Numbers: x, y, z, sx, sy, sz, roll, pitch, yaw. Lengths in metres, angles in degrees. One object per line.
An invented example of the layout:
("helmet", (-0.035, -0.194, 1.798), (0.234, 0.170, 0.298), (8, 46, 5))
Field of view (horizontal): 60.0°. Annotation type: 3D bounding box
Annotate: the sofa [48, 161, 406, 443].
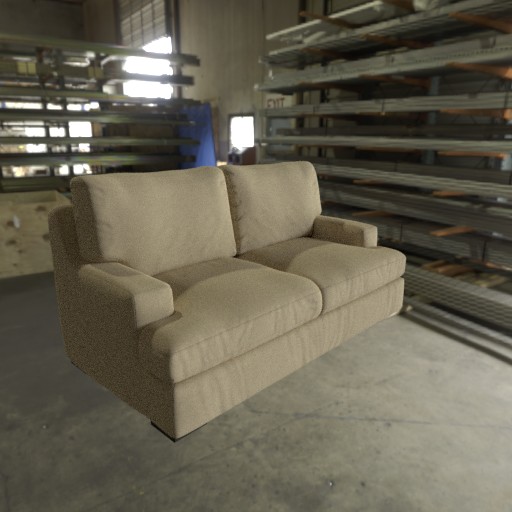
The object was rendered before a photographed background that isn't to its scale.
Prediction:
("sofa", (0.000, 0.000, 2.479), (0.962, 0.967, 1.885), (14, 21, 42))
